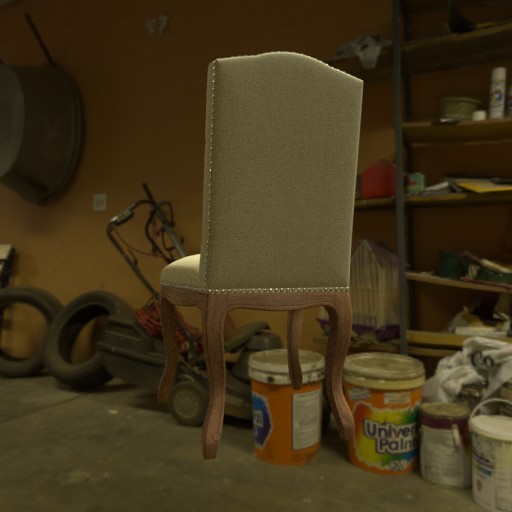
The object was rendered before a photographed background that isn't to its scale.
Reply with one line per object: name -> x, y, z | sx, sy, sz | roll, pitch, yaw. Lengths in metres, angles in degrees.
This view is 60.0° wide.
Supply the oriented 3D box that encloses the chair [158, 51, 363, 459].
chair -> 0.000, 0.000, 1.587 | 0.623, 1.165, 0.715 | 0, -1, -18
